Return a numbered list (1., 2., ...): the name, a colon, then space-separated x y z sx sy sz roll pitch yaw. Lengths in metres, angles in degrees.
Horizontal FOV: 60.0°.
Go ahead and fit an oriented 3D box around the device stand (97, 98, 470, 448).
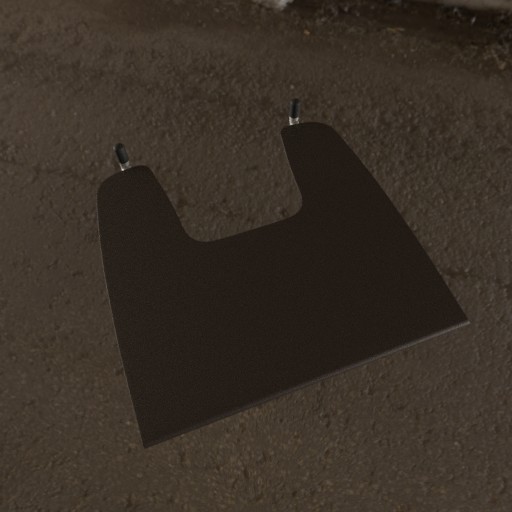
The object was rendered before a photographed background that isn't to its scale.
1. device stand: 0.000 0.000 0.359 0.230 0.092 0.230 -18 61 -10
